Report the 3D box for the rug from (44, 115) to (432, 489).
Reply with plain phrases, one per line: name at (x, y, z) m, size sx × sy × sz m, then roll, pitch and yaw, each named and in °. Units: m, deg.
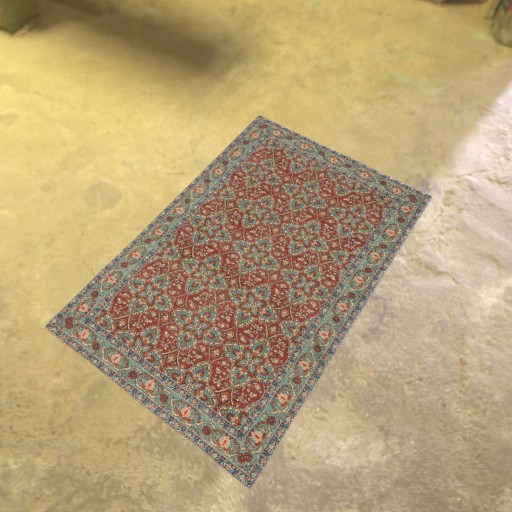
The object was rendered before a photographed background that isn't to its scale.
rug at (0.000, 0.000, 2.343) m, size 1.219 × 0.009 × 1.829 m, roll 31°, pitch 63°, yaw 18°
